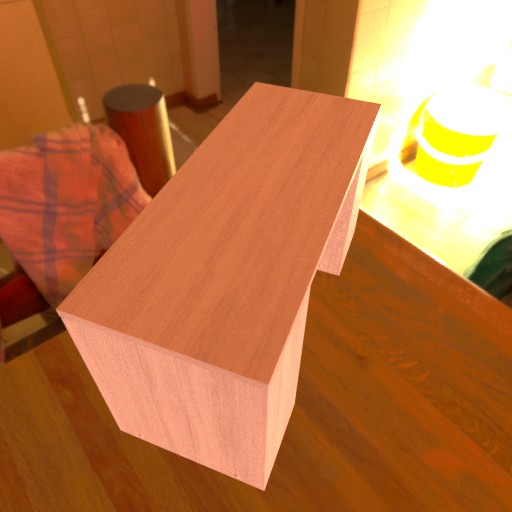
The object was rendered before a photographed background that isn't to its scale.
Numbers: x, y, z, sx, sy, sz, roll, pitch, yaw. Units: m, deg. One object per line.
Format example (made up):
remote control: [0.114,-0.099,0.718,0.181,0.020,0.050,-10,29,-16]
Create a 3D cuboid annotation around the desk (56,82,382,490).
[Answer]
desk: [0.000,0.000,1.763,0.600,0.740,1.390,16,48,15]
